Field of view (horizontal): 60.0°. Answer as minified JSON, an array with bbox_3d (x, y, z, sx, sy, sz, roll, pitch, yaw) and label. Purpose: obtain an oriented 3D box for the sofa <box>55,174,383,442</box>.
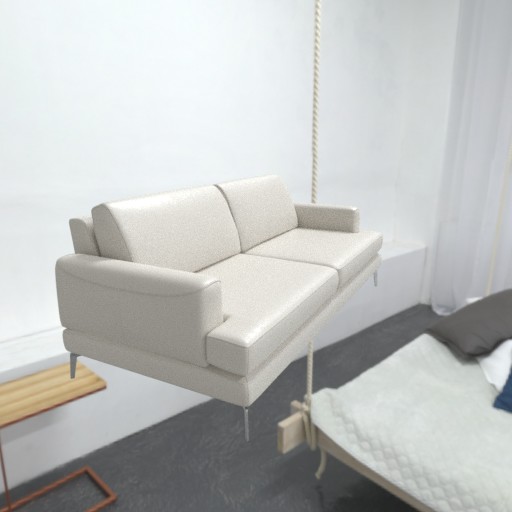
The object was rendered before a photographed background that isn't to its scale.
[{"bbox_3d":[0.000,0.000,2.442,0.974,0.765,1.940,8,17,27],"label":"sofa"}]
